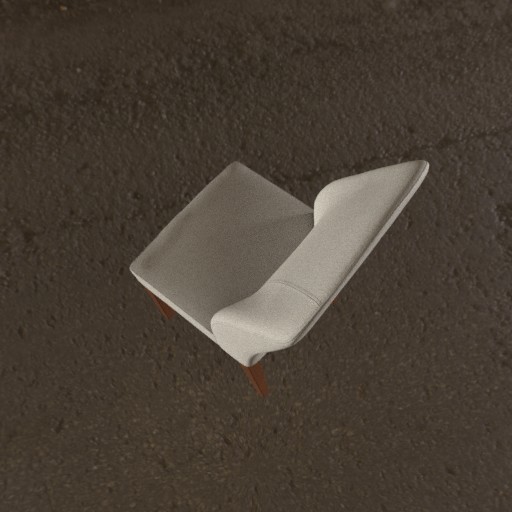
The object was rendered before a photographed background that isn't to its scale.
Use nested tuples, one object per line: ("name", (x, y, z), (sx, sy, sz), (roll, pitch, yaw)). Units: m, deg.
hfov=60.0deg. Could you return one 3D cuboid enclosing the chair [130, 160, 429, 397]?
("chair", (0.000, 0.000, 1.192), (0.540, 0.893, 0.472), (35, 69, 16))
